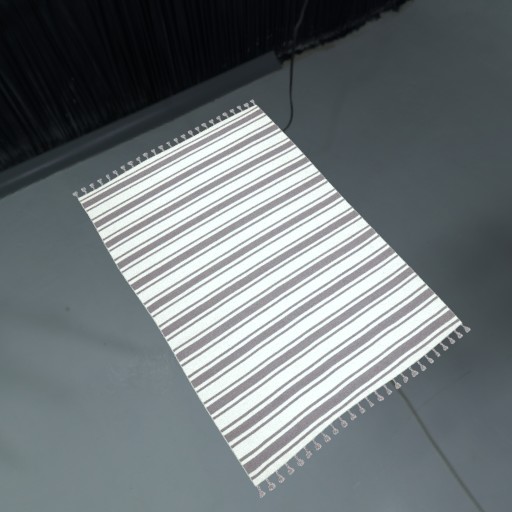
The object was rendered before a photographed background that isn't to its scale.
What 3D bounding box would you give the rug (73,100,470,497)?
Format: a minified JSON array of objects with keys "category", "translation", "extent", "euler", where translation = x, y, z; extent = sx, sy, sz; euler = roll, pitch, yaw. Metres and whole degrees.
[{"category":"rug","translation":[0.000,0.000,3.782],"extent":[2.030,0.017,3.040],"euler":[-32,68,-15]}]
